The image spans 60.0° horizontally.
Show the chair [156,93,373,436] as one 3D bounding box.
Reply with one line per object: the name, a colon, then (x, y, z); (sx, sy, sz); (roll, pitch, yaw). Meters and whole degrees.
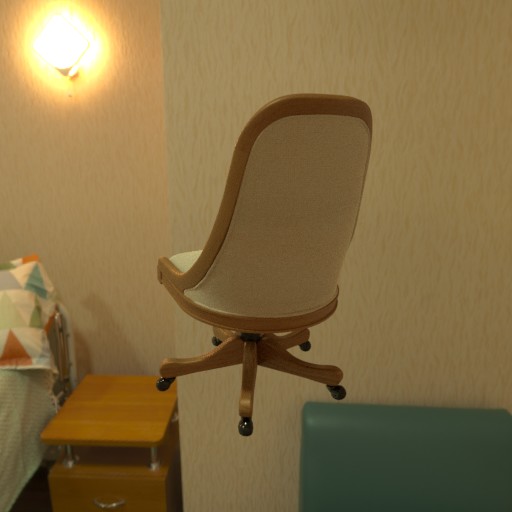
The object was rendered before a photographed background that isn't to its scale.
chair: (0.000, 0.000, 1.567); (0.702, 1.009, 0.811); (-7, 16, -26)
